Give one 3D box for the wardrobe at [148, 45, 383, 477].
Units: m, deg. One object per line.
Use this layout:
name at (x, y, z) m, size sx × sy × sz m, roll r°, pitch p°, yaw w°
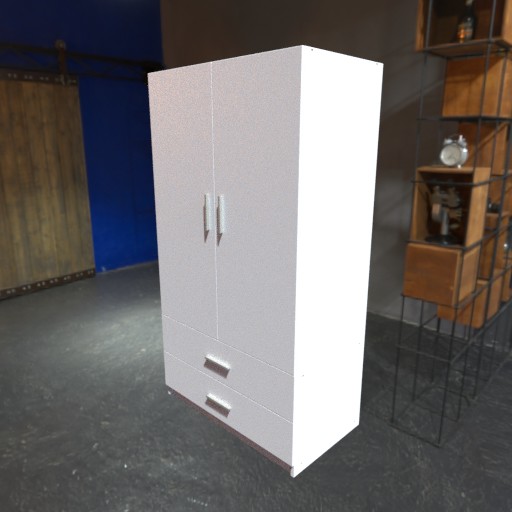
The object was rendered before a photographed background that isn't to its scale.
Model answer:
wardrobe at (0.000, 0.000, 2.300) m, size 0.991 × 1.808 × 0.577 m, roll 14°, pitch 20°, yaw 43°
